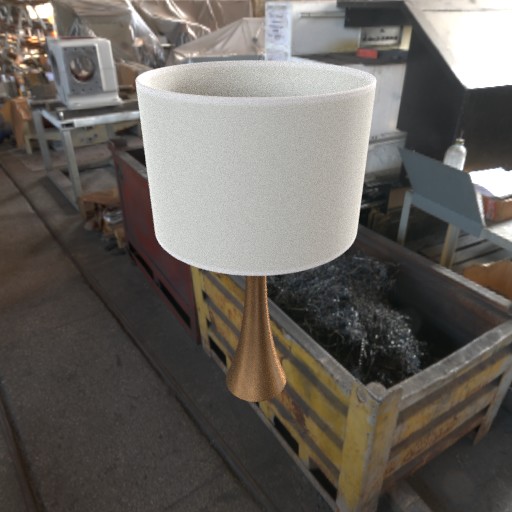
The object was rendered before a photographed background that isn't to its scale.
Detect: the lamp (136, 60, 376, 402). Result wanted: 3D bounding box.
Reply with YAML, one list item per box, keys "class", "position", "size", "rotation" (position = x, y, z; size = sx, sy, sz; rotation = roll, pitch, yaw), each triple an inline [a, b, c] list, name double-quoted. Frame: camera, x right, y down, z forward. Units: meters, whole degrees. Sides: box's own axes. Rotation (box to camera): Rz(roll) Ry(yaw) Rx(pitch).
- class: "lamp"
  position: [0.000, 0.000, 0.626]
  size: [0.268, 0.479, 0.268]
  rotation: [10, 32, 17]
